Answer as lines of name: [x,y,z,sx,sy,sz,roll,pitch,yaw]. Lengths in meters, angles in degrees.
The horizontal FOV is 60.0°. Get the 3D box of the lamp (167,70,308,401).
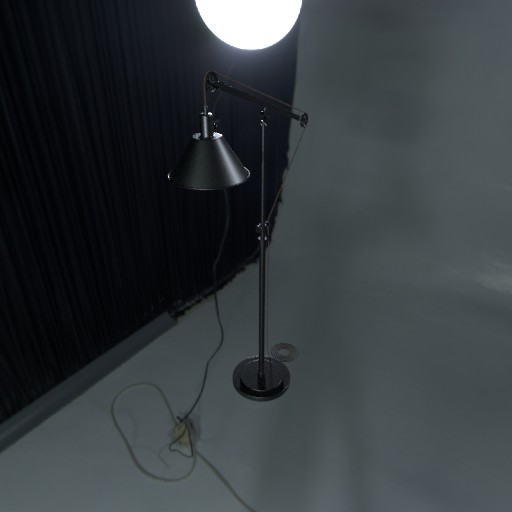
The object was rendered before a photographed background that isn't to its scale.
lamp: [0.000,0.000,2.023,0.319,1.626,0.904,17,34,28]
